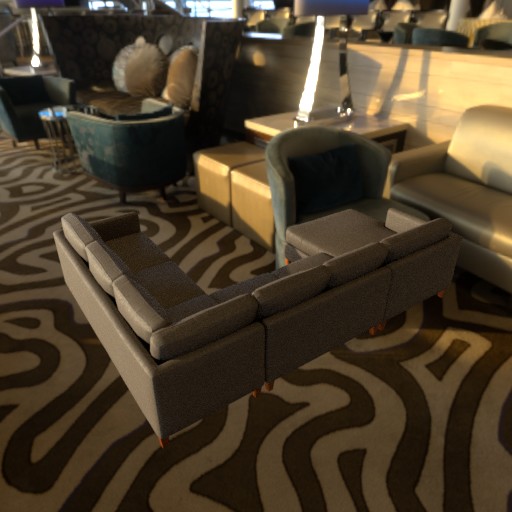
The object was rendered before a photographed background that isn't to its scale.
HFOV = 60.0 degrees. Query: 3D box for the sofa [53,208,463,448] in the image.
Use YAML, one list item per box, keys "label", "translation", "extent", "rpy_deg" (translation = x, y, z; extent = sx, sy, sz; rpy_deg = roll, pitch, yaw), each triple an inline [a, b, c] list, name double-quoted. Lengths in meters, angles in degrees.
- label: "sofa"
  translation: [0.000, 0.000, 4.720]
  extent: [3.460, 0.961, 2.594]
  rpy_deg: [-19, 35, -30]
